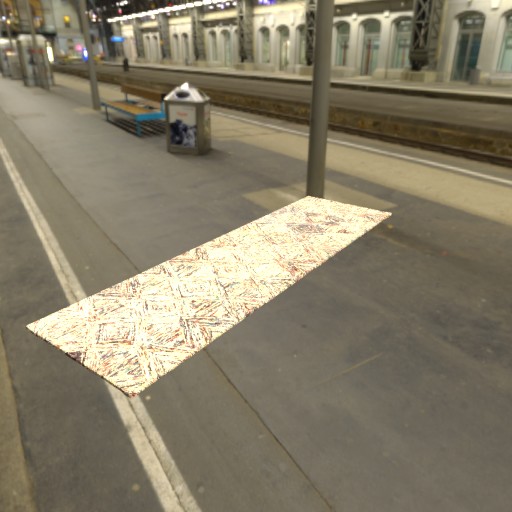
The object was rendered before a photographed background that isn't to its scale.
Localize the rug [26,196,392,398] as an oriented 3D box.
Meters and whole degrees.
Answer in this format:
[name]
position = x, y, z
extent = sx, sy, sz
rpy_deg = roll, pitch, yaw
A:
[rug]
position = 0.000, 0.000, 2.486
extent = 0.688, 0.015, 2.292
rpy_deg = 17, 30, 33
